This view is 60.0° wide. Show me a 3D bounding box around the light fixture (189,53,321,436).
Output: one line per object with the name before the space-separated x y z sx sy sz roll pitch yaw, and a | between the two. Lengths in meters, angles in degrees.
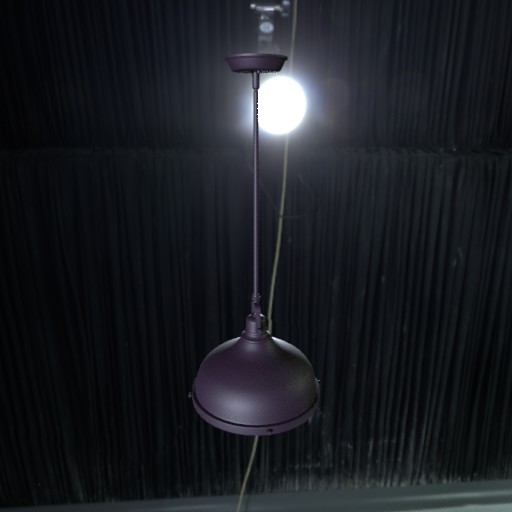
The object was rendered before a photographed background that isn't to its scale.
light fixture | 0.000 0.000 1.032 0.341 0.849 0.341 -3 18 -9
